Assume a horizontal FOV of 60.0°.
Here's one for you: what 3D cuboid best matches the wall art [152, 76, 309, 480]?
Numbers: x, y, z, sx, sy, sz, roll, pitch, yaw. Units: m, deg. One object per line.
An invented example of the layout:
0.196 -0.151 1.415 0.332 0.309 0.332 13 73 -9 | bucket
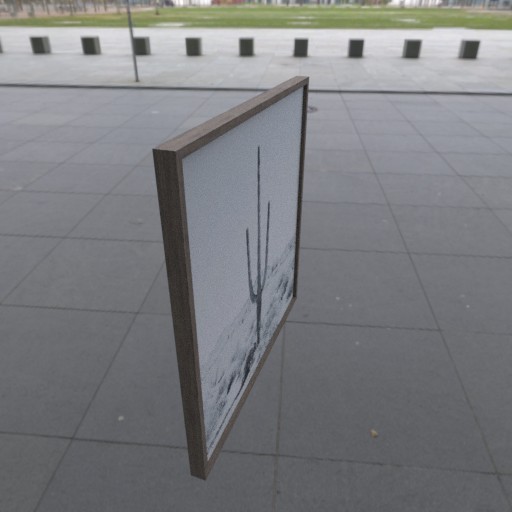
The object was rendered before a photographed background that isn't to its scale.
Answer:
0.000 0.000 1.134 0.038 0.762 0.762 10 32 18 | wall art
